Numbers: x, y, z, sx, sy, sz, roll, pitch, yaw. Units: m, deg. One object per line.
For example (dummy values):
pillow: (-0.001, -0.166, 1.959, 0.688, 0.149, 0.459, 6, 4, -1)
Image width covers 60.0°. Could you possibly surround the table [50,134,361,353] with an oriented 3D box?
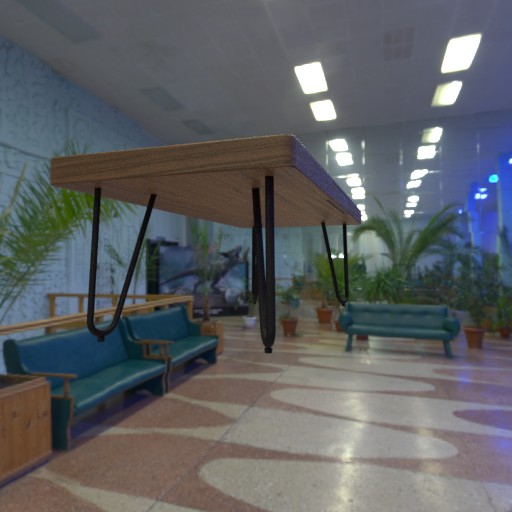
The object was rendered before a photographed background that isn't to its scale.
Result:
table: (0.000, 0.000, 1.648, 0.637, 0.468, 1.375, 0, -1, 19)
